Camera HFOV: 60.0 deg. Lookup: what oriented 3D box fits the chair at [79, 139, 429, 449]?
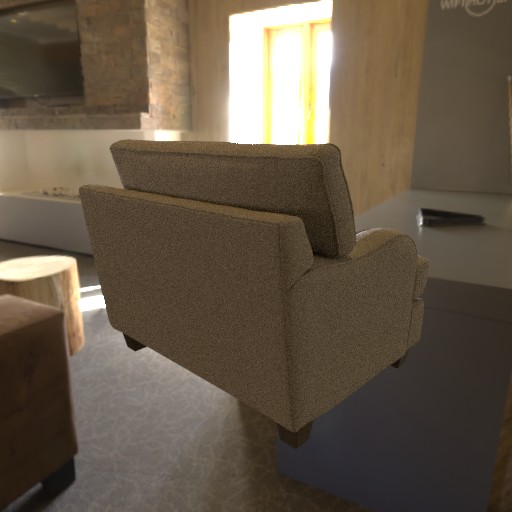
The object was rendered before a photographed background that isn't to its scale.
[{"bbox_3d":[0.000,0.000,1.998,1.220,1.016,1.040,15,21,42],"label":"chair"}]
